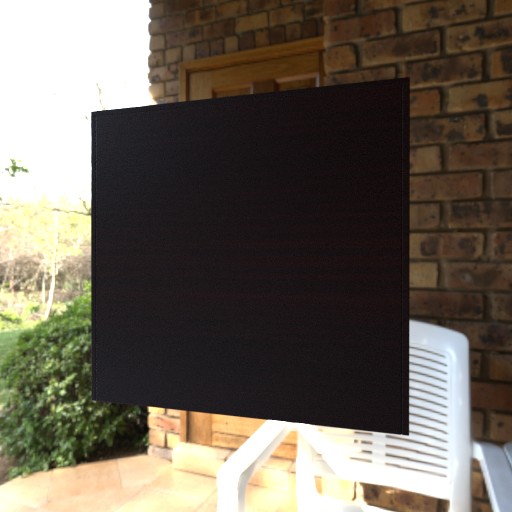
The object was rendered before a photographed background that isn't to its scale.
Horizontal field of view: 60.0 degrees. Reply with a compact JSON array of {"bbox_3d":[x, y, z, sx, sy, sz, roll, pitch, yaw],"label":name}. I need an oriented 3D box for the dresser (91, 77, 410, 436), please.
[{"bbox_3d":[0.000,0.000,1.168,0.750,0.720,0.360,0,0,17],"label":"dresser"}]
